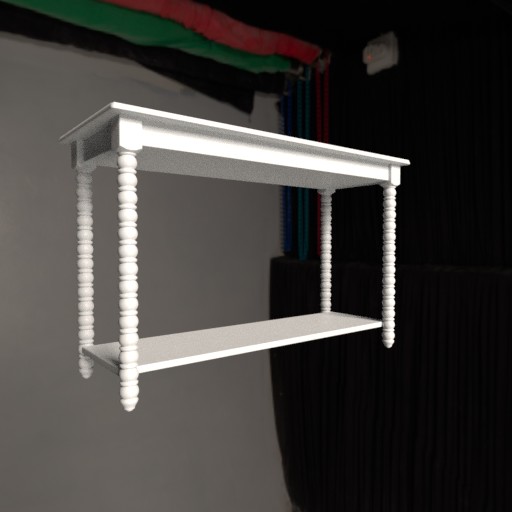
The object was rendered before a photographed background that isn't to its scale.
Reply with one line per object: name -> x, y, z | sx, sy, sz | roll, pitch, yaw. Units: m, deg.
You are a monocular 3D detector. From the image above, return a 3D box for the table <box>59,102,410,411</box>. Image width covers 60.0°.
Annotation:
table -> 0.000, 0.000, 1.555 | 1.184, 0.740, 0.459 | -1, 2, -38
